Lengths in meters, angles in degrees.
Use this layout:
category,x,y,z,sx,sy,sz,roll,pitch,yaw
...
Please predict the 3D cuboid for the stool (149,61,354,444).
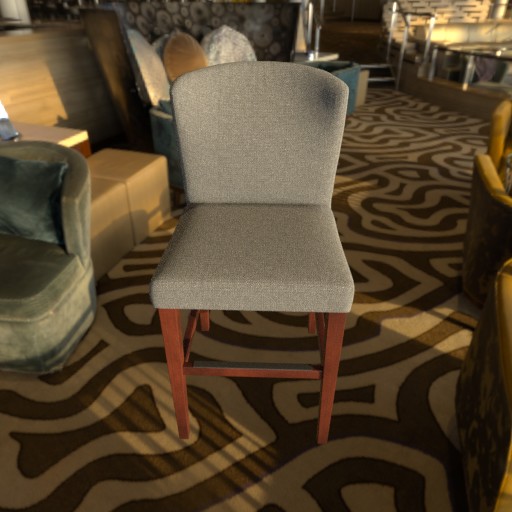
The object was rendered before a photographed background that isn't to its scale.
category,x,y,z,sx,sy,sz,roll,pitch,yaw
stool,0.000,0.000,1.275,0.479,0.968,0.568,1,31,2
